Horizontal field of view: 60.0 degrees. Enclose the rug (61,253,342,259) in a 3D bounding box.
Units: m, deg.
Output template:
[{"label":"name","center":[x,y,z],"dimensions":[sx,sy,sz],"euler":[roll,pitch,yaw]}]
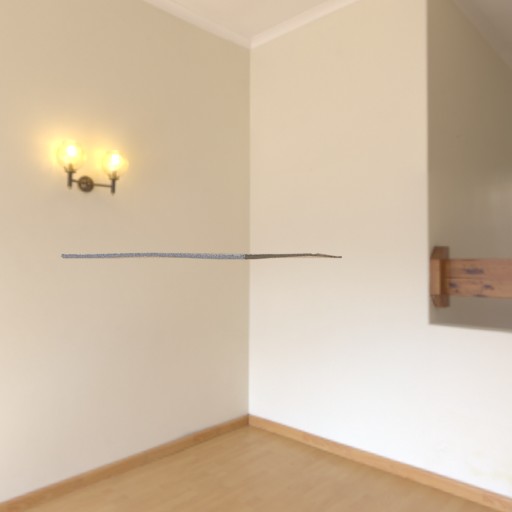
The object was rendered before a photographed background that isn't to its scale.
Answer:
[{"label":"rug","center":[0.000,0.000,2.566],"dimensions":[0.692,0.032,2.320],"euler":[0,0,18]}]
